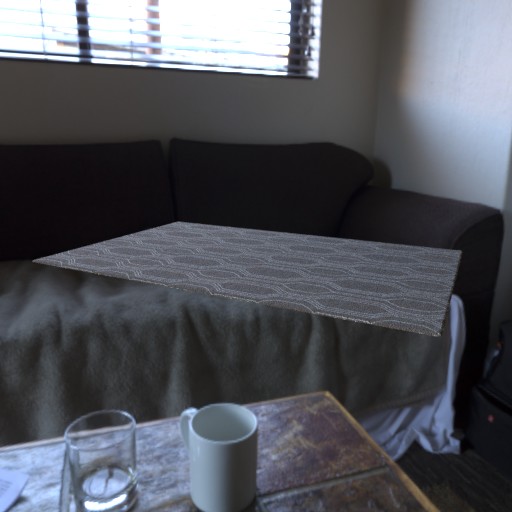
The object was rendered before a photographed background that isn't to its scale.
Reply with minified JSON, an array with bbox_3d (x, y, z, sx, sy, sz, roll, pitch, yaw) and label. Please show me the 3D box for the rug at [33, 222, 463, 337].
[{"bbox_3d":[0.000,0.000,2.975,2.457,0.012,1.541,7,17,26],"label":"rug"}]
